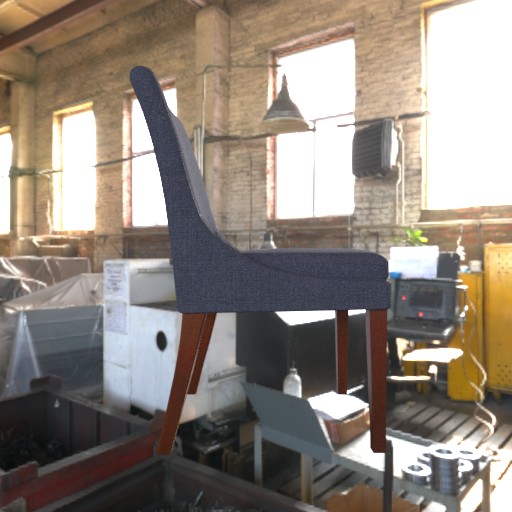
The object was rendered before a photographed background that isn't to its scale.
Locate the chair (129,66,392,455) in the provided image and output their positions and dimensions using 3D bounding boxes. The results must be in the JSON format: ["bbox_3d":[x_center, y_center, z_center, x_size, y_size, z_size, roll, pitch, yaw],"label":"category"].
[{"bbox_3d":[0.000,0.000,1.308,0.655,0.952,0.508,0,0,0],"label":"chair"}]
